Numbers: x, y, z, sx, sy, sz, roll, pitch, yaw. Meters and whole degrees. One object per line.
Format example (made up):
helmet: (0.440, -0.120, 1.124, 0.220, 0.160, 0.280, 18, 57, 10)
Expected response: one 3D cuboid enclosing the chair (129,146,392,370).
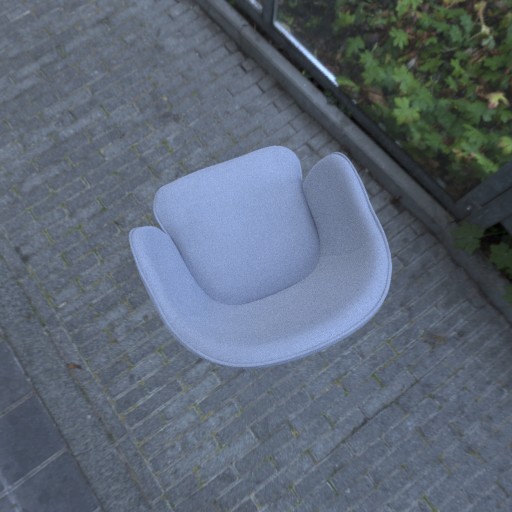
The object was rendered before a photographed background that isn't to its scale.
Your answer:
chair: (0.000, 0.000, 1.256, 0.570, 0.817, 0.592, -22, 78, -5)
